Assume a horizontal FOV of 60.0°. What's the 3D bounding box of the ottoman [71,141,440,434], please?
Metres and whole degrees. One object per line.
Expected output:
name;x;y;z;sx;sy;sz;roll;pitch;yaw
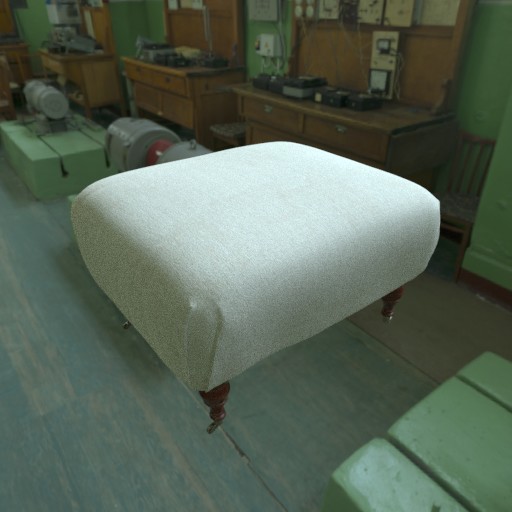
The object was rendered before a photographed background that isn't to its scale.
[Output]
ottoman;0.000;0.000;1.143;0.747;0.450;0.622;-21;37;-32
